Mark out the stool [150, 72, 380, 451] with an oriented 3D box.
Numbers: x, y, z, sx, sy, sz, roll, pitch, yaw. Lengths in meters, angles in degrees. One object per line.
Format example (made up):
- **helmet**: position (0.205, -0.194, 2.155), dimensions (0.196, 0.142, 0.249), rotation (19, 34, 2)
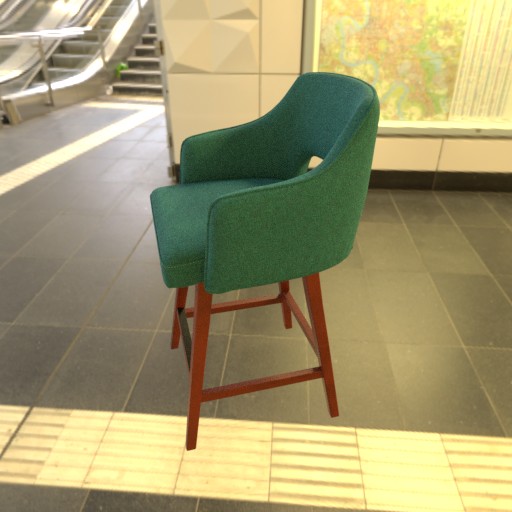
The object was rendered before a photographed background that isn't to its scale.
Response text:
- **stool**: position (0.000, 0.000, 1.300), dimensions (0.556, 0.961, 0.548), rotation (-8, 31, -13)
